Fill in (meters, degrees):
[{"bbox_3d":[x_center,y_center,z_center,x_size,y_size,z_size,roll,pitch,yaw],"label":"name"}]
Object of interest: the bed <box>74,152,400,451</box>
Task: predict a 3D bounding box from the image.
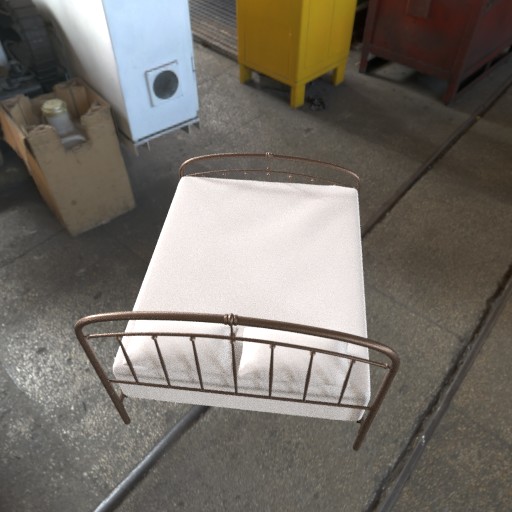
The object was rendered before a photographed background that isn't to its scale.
[{"bbox_3d":[0.000,0.000,3.320,1.711,1.475,2.168,5,48,4],"label":"bed"}]
